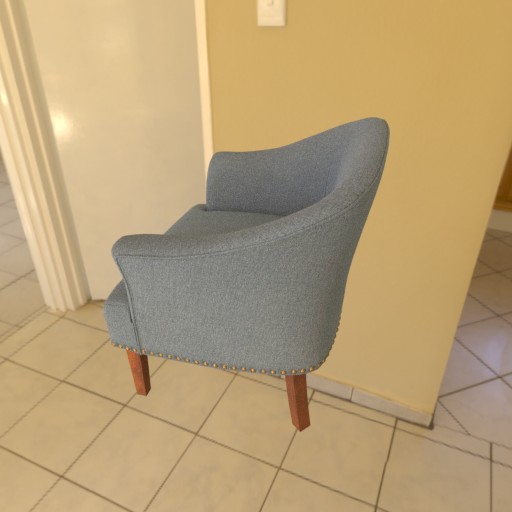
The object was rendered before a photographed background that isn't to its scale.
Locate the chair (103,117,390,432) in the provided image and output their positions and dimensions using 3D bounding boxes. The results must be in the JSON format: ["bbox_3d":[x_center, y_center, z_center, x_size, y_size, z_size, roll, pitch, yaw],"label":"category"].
[{"bbox_3d":[0.000,0.000,1.407,0.704,0.815,0.798,8,31,13],"label":"chair"}]
